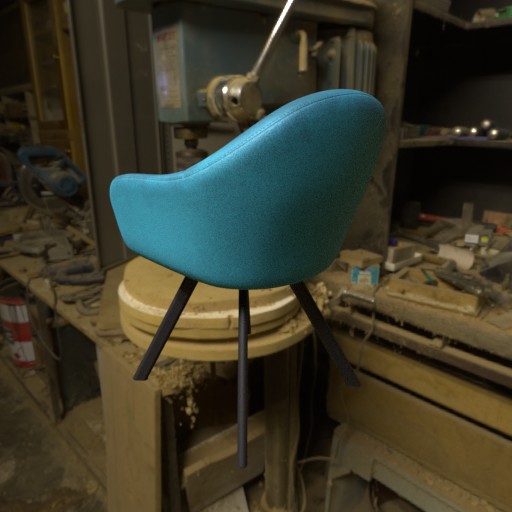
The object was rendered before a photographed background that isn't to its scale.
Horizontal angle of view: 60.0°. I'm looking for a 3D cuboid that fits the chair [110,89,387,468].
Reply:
[{"bbox_3d":[0.000,0.000,1.131,0.540,0.780,0.570,-16,24,-41],"label":"chair"}]
